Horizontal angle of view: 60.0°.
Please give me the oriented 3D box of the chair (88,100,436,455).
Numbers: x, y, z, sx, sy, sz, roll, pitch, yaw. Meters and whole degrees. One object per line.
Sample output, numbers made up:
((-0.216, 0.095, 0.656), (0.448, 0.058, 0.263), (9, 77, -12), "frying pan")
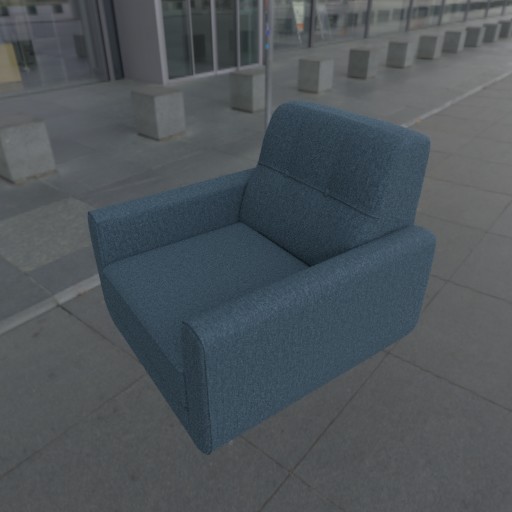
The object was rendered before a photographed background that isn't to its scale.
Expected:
((0.000, 0.000, 1.642), (0.964, 0.940, 0.880), (-20, 37, -30), "chair")
